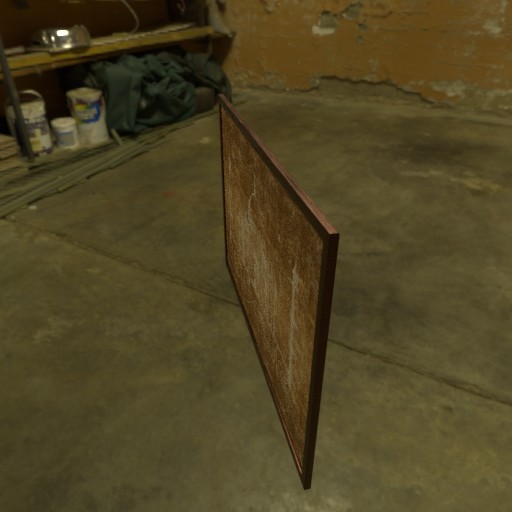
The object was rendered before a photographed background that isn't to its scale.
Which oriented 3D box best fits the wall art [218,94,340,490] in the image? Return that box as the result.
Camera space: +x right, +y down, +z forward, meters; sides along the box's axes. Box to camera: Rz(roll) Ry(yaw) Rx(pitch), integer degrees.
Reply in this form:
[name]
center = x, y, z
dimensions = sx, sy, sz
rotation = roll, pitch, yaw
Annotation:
[wall art]
center = 0.000, 0.000, 1.036
dimensions = 0.014, 0.559, 0.816
rotation = -7, 33, -12
